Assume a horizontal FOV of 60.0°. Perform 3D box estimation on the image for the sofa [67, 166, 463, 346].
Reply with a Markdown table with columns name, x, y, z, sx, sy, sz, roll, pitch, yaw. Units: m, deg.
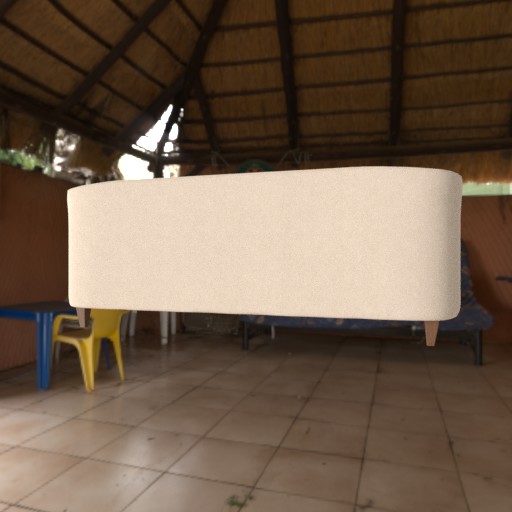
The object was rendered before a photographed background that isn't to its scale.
| name | x | y | z | sx | sy | sz | roll | pitch | yaw |
| --- | --- | --- | --- | --- | --- | --- | --- | --- | --- |
| sofa | 0.000 | 0.000 | 2.726 | 2.278 | 0.855 | 0.941 | 0 | 0 | 16 |
